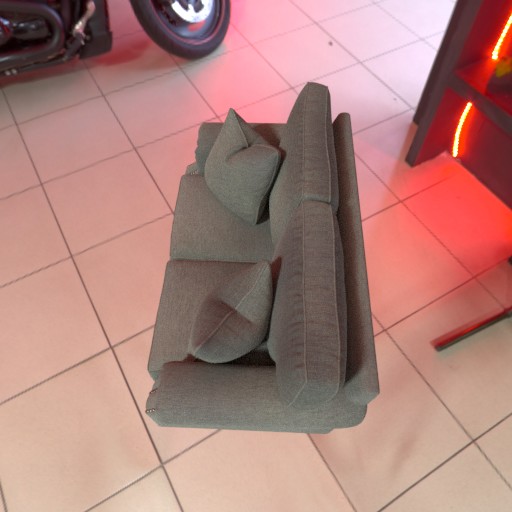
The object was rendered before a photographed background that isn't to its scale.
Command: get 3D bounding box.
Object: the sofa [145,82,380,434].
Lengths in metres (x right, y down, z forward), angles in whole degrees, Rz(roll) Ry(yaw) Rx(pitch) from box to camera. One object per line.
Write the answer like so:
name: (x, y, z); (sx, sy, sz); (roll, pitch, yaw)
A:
sofa: (0.000, 0.000, 2.267); (0.966, 0.966, 1.701); (2, 58, 1)
